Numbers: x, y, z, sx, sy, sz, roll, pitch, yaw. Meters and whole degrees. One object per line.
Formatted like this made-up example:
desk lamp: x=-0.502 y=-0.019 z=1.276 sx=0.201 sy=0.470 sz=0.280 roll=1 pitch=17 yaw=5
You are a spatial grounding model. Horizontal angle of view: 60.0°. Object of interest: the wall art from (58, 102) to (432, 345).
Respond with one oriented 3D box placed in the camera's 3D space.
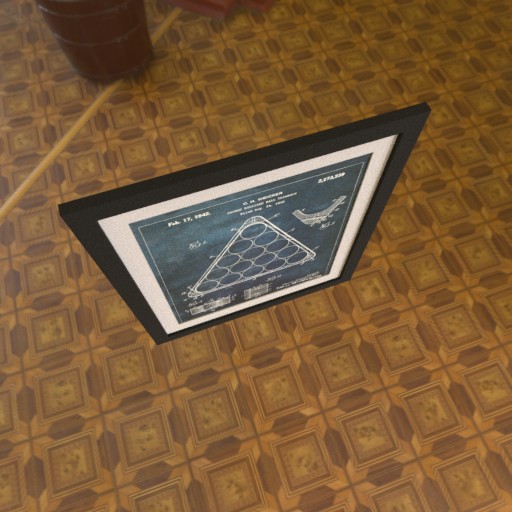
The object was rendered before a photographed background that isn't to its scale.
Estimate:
wall art: x=0.000 y=0.000 z=0.514 sx=0.311 sy=0.361 sz=0.010 roll=-18 pitch=65 yaw=-9
